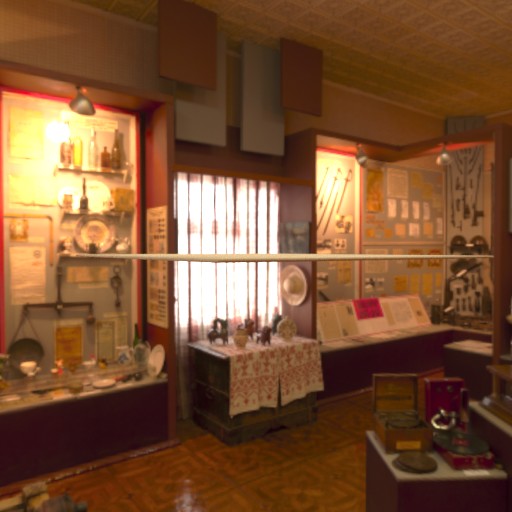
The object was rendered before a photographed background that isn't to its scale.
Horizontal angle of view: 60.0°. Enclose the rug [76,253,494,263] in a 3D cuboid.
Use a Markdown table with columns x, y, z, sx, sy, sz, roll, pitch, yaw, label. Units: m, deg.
| x | y | z | sx | sy | sz | roll | pitch | yaw | label |
| --- | --- | --- | --- | --- | --- | --- | --- | --- | --- |
| 0.000 | 0.000 | 3.953 | 2.430 | 0.018 | 2.976 | 0 | 1 | -34 | rug |
